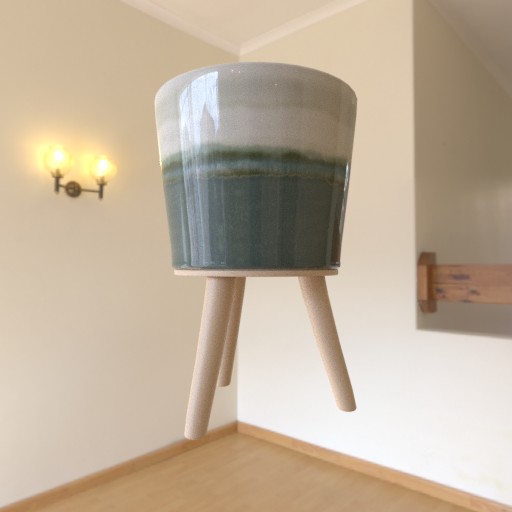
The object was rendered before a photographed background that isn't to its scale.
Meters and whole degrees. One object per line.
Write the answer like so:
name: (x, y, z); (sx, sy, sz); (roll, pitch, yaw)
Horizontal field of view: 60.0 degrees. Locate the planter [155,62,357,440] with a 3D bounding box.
planter: (0.000, 0.000, 0.483); (0.217, 0.331, 0.217); (0, -1, 17)
